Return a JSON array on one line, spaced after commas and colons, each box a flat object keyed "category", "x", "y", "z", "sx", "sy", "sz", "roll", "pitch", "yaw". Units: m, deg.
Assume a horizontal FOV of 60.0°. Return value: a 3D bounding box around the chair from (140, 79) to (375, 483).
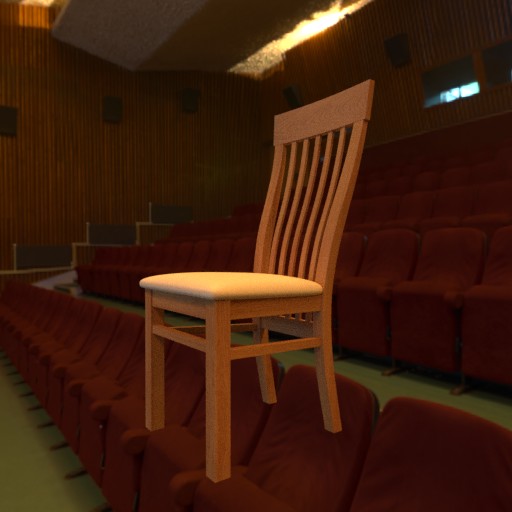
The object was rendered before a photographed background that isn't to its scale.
[{"category": "chair", "x": 0.000, "y": 0.000, "z": 1.351, "sx": 0.580, "sy": 1.050, "sz": 0.450, "roll": -1, "pitch": 1, "yaw": -37}]
